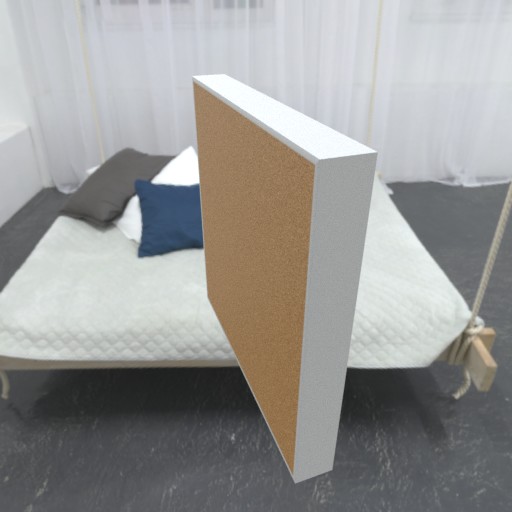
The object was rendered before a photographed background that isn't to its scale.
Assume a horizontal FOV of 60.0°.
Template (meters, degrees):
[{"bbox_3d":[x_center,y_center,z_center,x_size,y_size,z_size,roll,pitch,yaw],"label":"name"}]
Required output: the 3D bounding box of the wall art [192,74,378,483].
[{"bbox_3d":[0.000,0.000,0.454,0.038,0.304,0.305,-11,32,-18],"label":"wall art"}]
